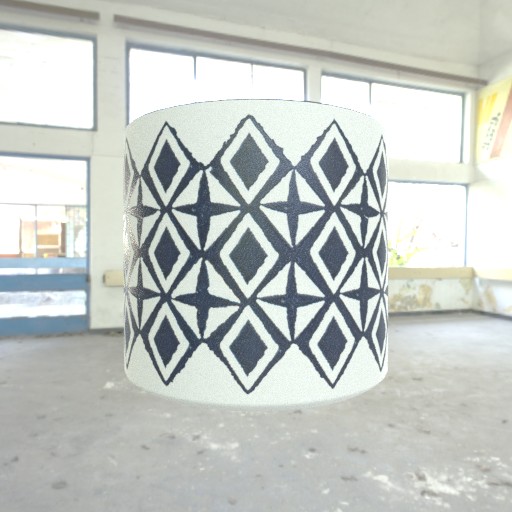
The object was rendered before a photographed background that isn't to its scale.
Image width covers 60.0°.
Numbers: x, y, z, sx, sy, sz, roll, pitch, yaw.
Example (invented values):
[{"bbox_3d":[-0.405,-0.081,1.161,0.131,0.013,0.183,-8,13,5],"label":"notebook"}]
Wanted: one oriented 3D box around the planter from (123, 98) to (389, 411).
[{"bbox_3d":[0.000,0.000,0.391,0.224,0.203,0.224,0,1,0],"label":"planter"}]
